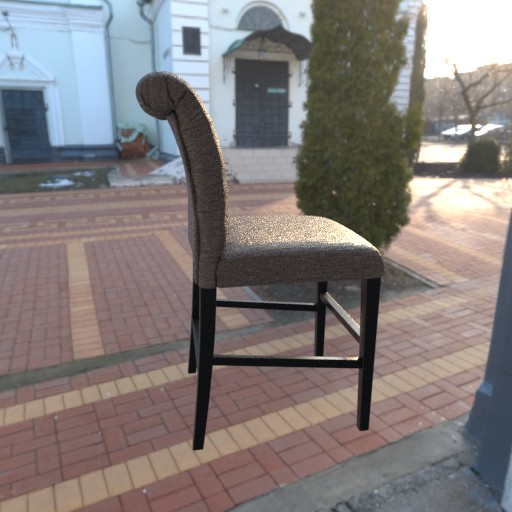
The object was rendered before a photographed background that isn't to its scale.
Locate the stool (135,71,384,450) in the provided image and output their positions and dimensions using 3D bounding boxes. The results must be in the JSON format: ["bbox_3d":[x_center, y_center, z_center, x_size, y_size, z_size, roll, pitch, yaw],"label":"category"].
[{"bbox_3d":[0.000,0.000,1.317,0.611,0.970,0.457,-3,16,-10],"label":"stool"}]
